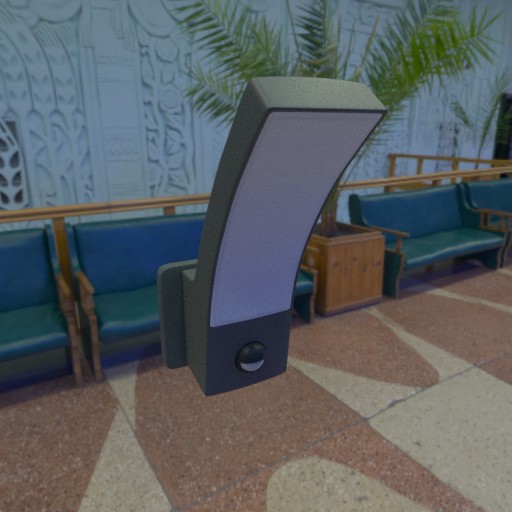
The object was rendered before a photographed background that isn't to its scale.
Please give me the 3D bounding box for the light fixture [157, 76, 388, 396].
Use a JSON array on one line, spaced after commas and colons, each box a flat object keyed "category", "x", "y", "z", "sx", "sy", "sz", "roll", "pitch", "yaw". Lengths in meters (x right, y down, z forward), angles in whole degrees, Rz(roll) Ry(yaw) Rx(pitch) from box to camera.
[{"category": "light fixture", "x": 0.000, "y": 0.000, "z": 0.338, "sx": 0.108, "sy": 0.243, "sz": 0.174, "roll": -9, "pitch": 19, "yaw": -28}]
